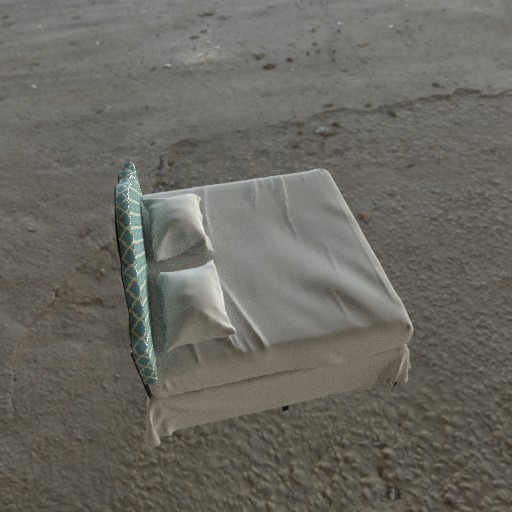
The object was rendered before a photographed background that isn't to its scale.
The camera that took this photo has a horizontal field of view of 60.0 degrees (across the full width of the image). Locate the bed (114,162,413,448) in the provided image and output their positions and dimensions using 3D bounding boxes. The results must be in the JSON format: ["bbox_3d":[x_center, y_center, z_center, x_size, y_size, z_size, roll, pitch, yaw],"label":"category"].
[{"bbox_3d":[0.000,0.000,3.756,2.222,1.601,2.314,-10,49,-9],"label":"bed"}]
